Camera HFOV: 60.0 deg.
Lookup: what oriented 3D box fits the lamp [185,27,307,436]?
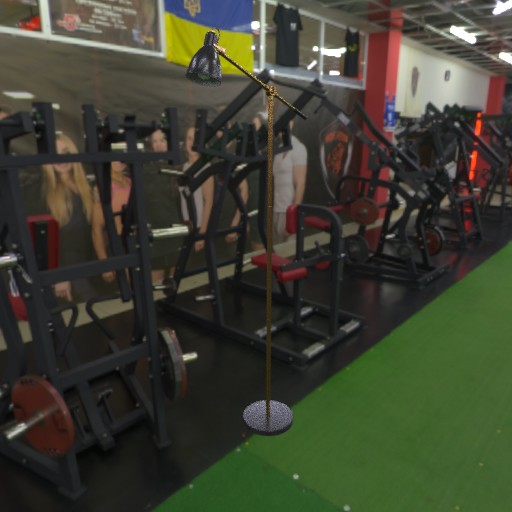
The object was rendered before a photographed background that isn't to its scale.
[{"bbox_3d":[0.000,0.000,1.801,0.235,1.628,0.618,14,21,41],"label":"lamp"}]
